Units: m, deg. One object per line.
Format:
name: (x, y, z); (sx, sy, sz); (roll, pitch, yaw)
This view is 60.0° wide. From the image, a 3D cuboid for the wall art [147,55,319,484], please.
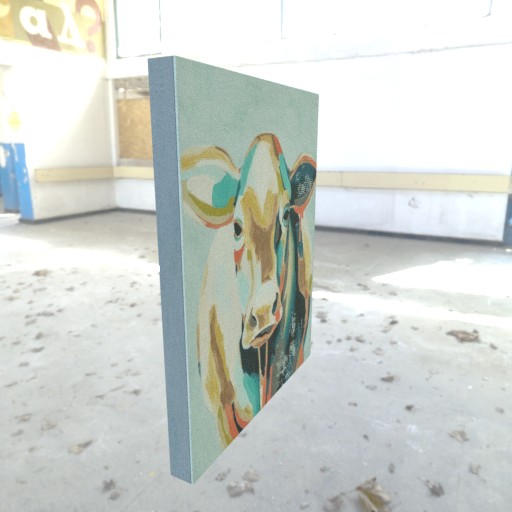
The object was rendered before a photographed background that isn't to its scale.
wall art: (0.000, 0.000, 0.687); (0.037, 0.509, 0.409); (8, 16, 27)
